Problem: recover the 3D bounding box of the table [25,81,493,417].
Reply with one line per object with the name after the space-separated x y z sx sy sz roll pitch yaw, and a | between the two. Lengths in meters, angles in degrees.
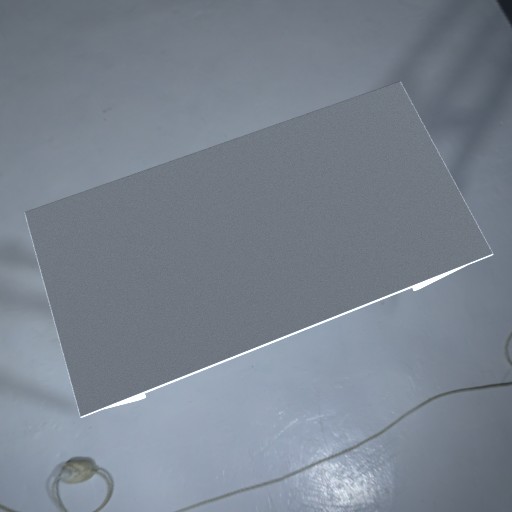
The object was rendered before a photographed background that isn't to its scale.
0.000 0.000 1.264 1.000 0.441 0.500 -21 77 -5 | table
